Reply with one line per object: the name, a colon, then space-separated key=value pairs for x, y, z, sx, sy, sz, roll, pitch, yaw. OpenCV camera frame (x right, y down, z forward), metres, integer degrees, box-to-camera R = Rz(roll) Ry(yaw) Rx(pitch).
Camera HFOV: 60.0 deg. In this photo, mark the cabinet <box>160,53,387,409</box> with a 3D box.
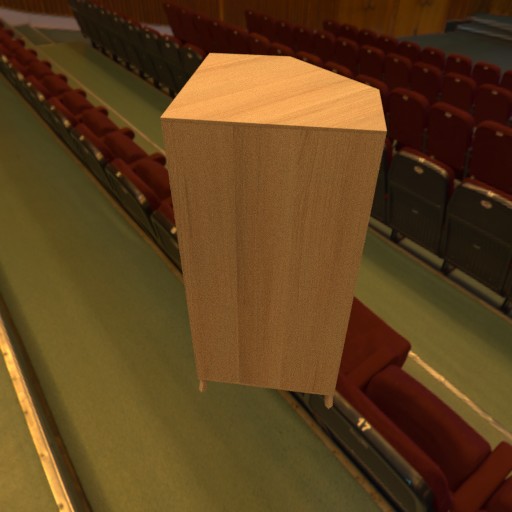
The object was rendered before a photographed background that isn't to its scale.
cabinet: x=0.000 y=0.000 z=2.650 sx=0.969 sy=1.957 sz=1.272 roll=-26 pitch=46 yaw=-27
